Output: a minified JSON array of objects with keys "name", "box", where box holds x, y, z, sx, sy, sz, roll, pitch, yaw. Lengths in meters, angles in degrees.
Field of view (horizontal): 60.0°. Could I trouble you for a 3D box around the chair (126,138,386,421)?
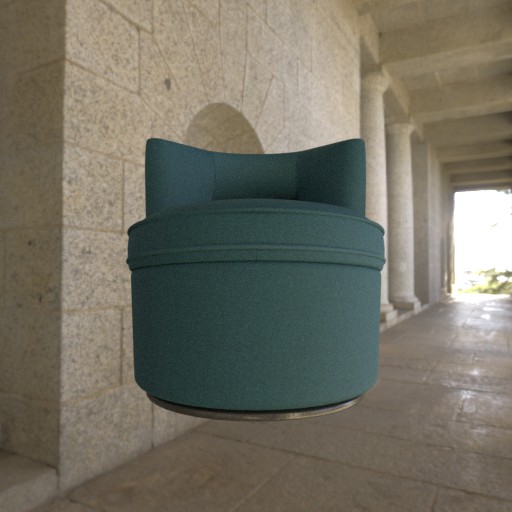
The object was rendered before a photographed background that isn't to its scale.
[{"name":"chair","box":[0.000,0.000,1.209,0.684,0.711,0.660,0,-2,0]}]
